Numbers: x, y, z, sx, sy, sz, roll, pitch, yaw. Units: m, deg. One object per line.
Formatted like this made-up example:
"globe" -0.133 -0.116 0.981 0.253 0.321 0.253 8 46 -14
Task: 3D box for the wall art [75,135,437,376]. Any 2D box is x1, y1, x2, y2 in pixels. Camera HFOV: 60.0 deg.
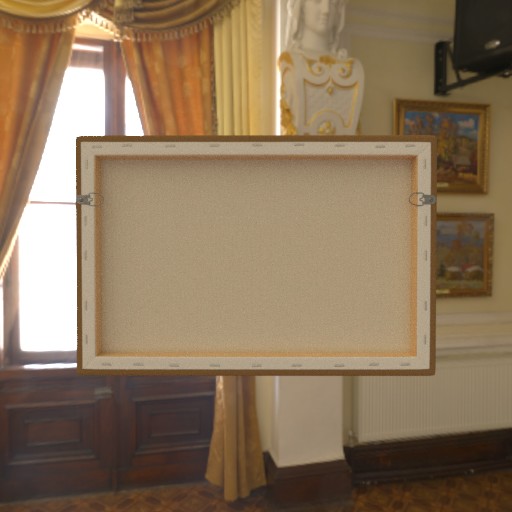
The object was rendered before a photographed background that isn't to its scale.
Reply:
"wall art" 0.000 0.000 0.475 0.380 0.254 0.019 0 1 0
